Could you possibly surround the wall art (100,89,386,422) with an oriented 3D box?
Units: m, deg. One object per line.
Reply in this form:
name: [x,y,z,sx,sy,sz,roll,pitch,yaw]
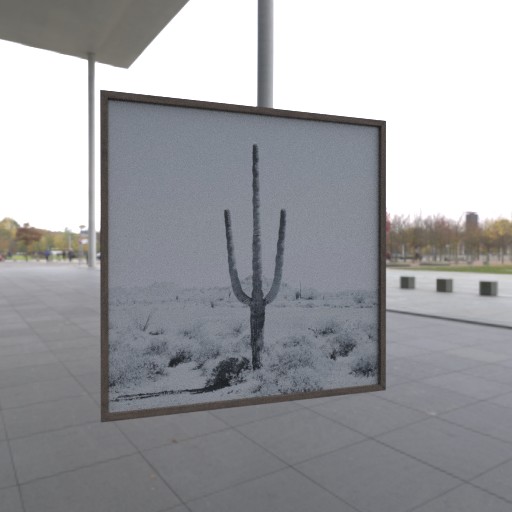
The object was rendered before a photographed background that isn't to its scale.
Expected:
wall art: [0.000,0.000,1.151,0.762,0.762,0.038,0,0,-18]
